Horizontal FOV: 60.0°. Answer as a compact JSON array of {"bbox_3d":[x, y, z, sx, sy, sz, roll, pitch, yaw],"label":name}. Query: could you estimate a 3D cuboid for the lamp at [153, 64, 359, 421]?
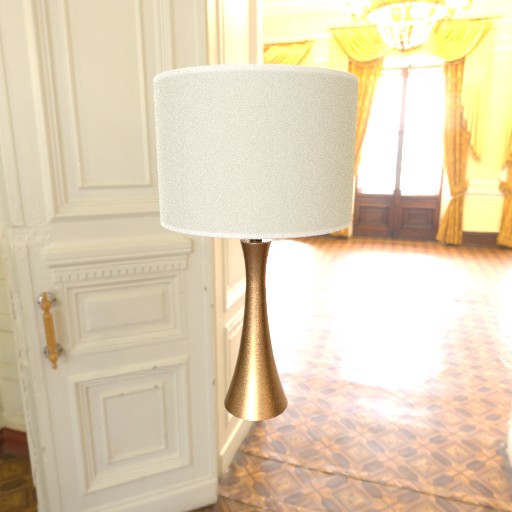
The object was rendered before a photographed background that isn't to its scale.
[{"bbox_3d":[0.000,0.000,0.648,0.268,0.479,0.268,-7,16,-27],"label":"lamp"}]
